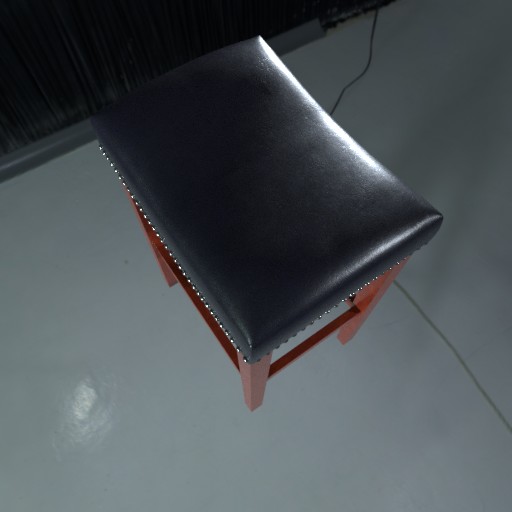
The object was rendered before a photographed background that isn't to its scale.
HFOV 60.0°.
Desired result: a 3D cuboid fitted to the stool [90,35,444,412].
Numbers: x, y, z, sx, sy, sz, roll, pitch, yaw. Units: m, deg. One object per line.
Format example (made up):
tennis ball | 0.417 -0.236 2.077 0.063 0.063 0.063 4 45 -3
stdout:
stool | 0.000 0.000 1.020 0.372 0.742 0.504 -32 68 -14
